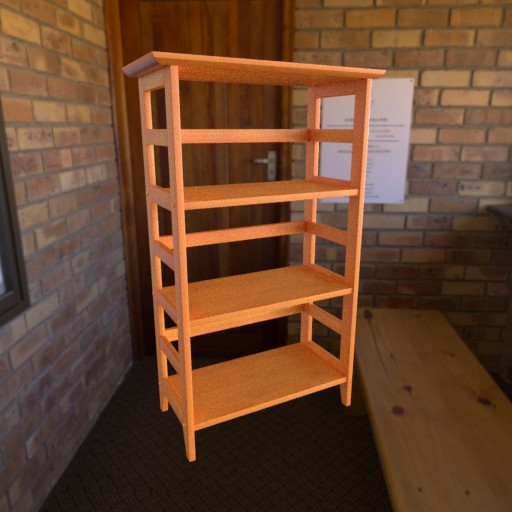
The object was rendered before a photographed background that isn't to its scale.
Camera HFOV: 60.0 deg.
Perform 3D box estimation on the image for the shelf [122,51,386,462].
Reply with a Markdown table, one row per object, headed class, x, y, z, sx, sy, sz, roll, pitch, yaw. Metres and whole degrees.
| class | x | y | z | sx | sy | sz | roll | pitch | yaw |
| --- | --- | --- | --- | --- | --- | --- | --- | --- | --- |
| shelf | 0.000 | 0.000 | 1.363 | 0.660 | 1.067 | 0.305 | -8 | 18 | -27 |
